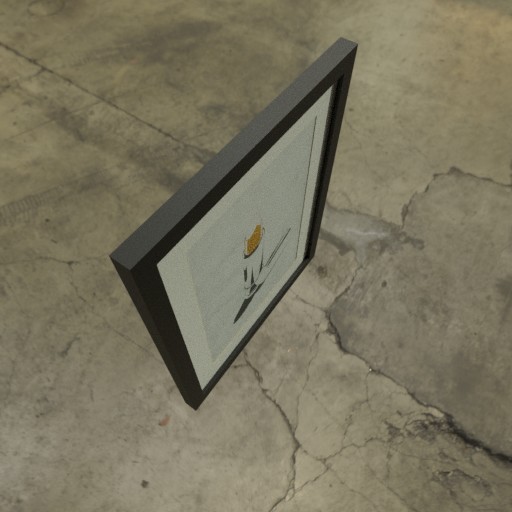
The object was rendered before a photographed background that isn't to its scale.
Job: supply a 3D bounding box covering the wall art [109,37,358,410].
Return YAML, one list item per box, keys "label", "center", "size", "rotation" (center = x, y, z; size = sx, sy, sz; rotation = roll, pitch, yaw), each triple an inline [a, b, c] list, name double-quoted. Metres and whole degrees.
- label: "wall art"
  center: [0.000, 0.000, 0.766]
  size: [0.029, 0.559, 0.457]
  rotation: [31, 63, 18]
